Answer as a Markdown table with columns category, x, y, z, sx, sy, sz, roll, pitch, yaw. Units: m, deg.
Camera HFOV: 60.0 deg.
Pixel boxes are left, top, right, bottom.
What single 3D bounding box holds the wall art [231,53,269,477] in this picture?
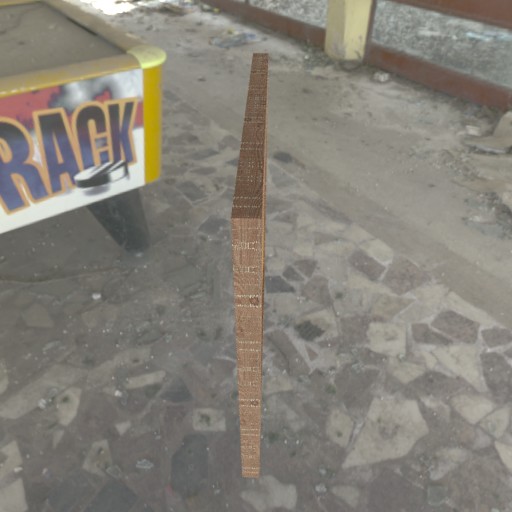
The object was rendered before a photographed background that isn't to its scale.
| category | x | y | z | sx | sy | sz | roll | pitch | yaw |
| --- | --- | --- | --- | --- | --- | --- | --- | --- | --- |
| wall art | 0.000 | 0.000 | 0.782 | 0.029 | 0.531 | 0.531 | 1 | 40 | 1 |
